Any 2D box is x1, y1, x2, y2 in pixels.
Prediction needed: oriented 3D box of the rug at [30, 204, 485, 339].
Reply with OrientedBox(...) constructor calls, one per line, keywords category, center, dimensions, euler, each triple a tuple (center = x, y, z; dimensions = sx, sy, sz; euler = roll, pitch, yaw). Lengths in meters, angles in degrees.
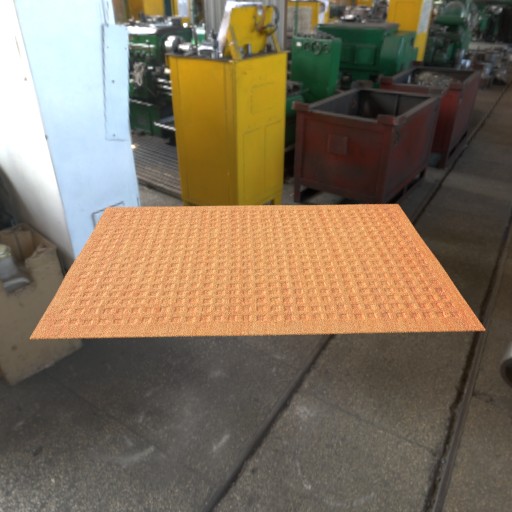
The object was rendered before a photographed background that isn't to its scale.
OrientedBox(category="rug", center=(0.000, 0.000, 2.173), dimensions=(1.747, 0.006, 1.143), euler=(-1, 32, -1))
